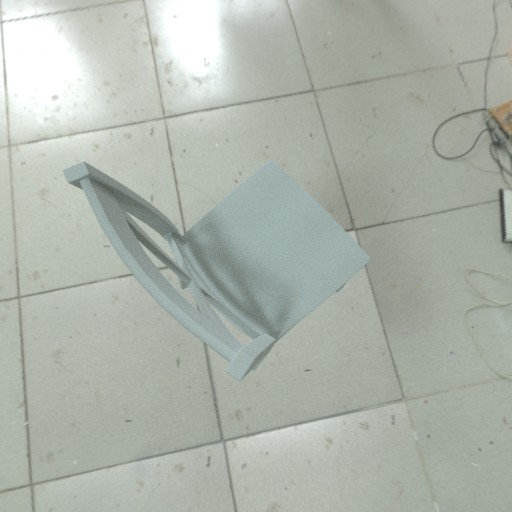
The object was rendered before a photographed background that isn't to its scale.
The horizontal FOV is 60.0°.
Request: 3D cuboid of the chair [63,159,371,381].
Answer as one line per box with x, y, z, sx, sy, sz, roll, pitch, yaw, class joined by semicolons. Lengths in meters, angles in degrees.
0.000;0.000;1.258;0.542;0.983;0.485;-40;78;-11;chair
